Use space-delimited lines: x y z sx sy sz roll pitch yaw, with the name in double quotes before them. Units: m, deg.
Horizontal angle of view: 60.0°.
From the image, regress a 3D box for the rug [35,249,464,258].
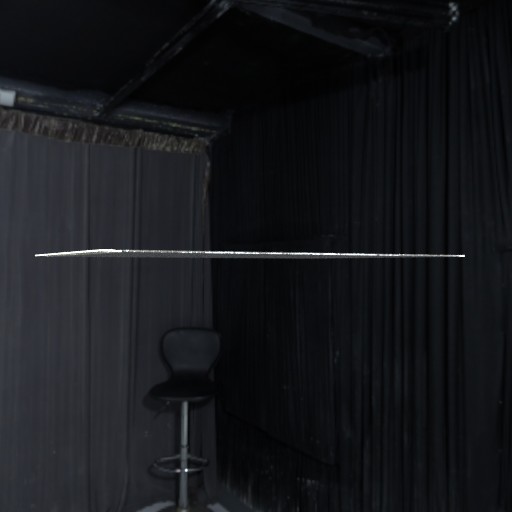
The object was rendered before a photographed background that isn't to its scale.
"rug" 0.000 0.000 2.950 2.440 0.010 1.529 1 -1 -35
